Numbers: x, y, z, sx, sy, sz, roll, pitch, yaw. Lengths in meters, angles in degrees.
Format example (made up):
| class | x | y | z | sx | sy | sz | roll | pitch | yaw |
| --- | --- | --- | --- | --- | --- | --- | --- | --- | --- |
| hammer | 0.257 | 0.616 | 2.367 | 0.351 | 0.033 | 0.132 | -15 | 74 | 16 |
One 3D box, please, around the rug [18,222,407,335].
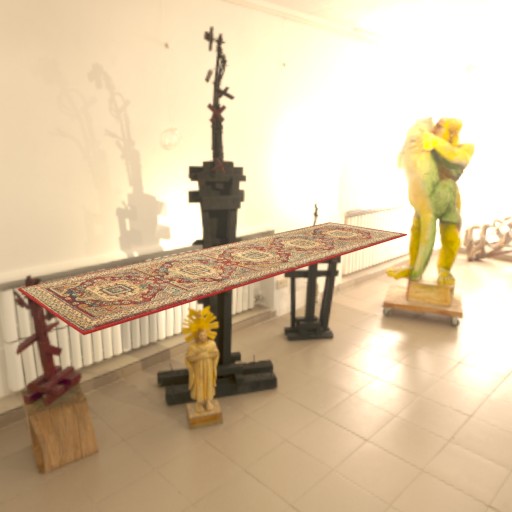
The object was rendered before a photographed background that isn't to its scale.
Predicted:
| class | x | y | z | sx | sy | sz | roll | pitch | yaw |
| --- | --- | --- | --- | --- | --- | --- | --- | --- | --- |
| rug | 0.000 | 0.000 | 2.498 | 2.292 | 0.015 | 0.659 | -14 | 20 | -43 |
